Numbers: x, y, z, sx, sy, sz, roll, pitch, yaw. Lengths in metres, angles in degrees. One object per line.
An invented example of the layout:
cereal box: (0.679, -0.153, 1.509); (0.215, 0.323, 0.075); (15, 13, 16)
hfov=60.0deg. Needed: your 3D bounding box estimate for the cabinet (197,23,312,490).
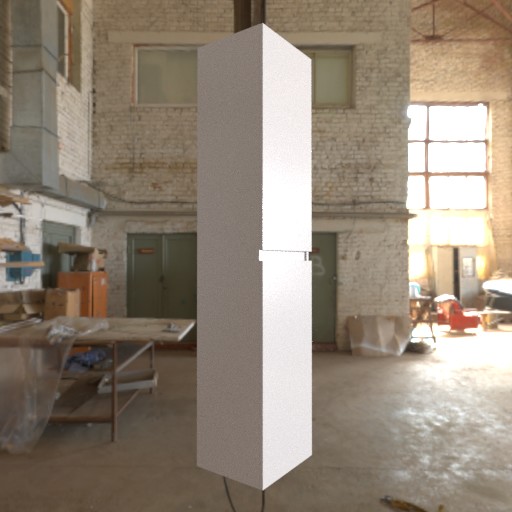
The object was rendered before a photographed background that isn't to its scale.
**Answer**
cabinet: (0.000, 0.000, 1.527); (0.269, 1.400, 0.300); (-1, -1, 36)
